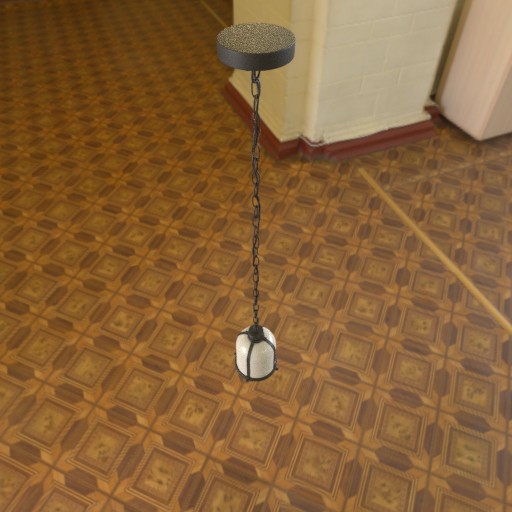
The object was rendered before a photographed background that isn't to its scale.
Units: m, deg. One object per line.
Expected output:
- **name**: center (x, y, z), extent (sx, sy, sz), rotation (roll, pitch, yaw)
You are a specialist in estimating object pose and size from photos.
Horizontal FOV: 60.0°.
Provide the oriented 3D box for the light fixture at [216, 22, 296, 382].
- **light fixture**: center (0.000, 0.000, 1.247), extent (0.178, 1.181, 0.178), rotation (17, 49, 15)
